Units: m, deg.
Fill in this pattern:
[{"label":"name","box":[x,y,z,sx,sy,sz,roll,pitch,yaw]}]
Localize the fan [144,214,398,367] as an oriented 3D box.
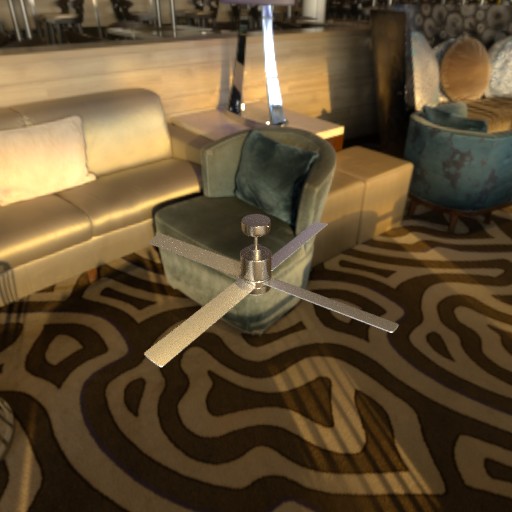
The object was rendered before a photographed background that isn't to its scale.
[{"label":"fan","box":[0.000,0.000,1.989,1.322,0.355,1.322,19,36,29]}]
